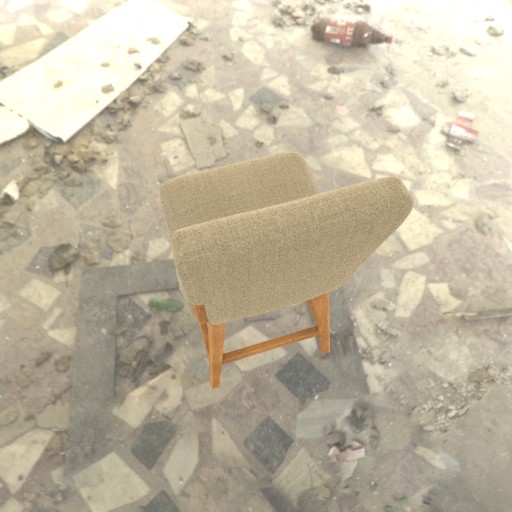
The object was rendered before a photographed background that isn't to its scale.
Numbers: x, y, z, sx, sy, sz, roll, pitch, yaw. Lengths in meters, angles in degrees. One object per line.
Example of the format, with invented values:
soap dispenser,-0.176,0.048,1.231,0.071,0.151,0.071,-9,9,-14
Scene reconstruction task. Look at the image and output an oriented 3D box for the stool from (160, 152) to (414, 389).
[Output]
stool,0.000,0.000,1.291,0.459,1.010,0.526,-15,61,-9
